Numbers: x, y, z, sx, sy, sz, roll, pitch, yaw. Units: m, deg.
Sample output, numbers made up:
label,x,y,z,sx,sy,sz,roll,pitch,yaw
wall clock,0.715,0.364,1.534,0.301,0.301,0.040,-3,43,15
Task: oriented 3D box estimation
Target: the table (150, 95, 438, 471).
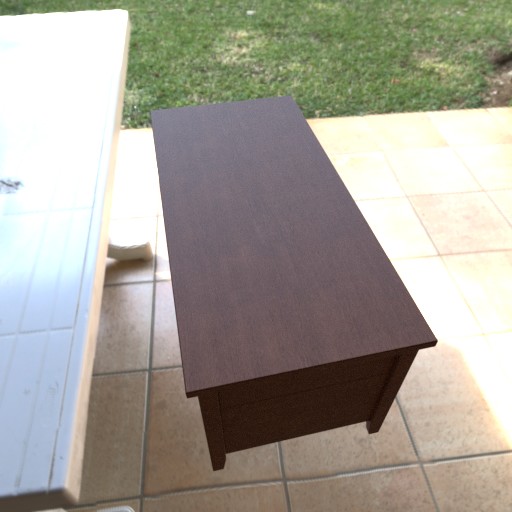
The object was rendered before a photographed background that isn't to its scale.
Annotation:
label,x,y,z,sx,sy,sz,roll,pitch,yaw
table,0.000,0.000,1.314,0.483,0.457,1.016,-9,47,-9
